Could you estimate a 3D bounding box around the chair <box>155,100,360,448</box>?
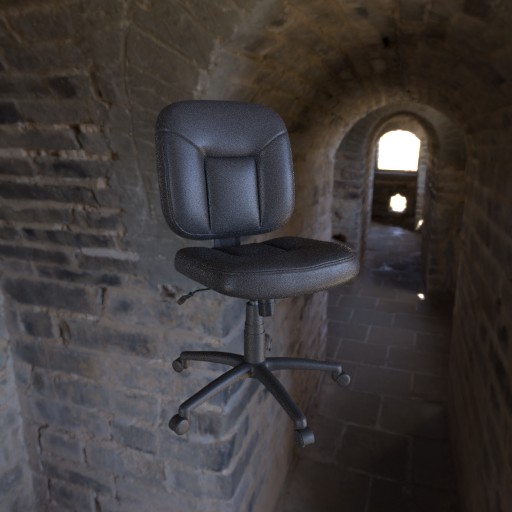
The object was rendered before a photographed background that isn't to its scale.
[{"bbox_3d":[0.000,0.000,1.383,0.647,0.959,0.646,-7,16,-26],"label":"chair"}]
